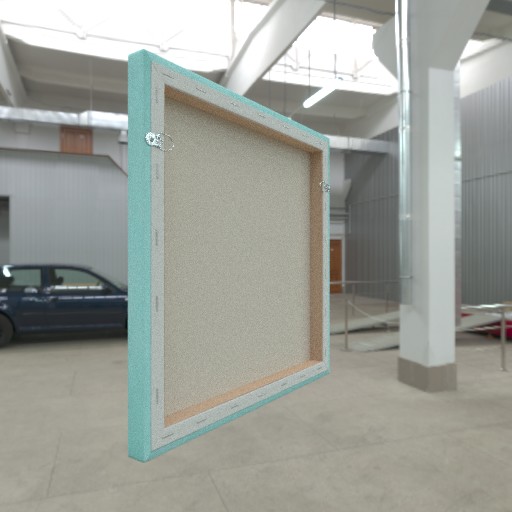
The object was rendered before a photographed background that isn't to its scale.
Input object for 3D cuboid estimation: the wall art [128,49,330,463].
[{"bbox_3d":[0.000,0.000,1.137,0.054,0.766,0.765,0,0,35],"label":"wall art"}]
